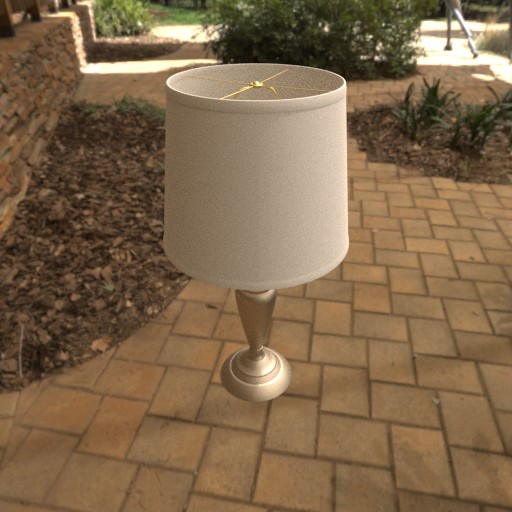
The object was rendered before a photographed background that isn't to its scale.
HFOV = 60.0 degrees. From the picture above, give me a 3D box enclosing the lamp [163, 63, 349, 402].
[{"bbox_3d":[0.000,0.000,0.820,0.328,0.619,0.328,0,33,0],"label":"lamp"}]
